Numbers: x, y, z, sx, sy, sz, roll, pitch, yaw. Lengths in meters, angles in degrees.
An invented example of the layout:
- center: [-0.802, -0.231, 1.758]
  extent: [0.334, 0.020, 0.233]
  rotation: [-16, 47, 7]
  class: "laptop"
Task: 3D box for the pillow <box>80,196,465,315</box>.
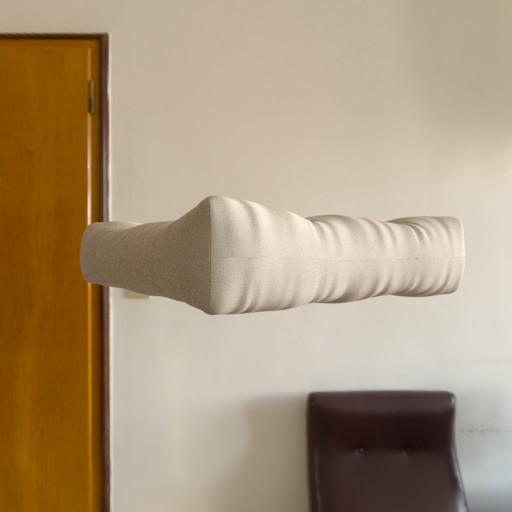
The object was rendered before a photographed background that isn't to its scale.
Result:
- center: [0.000, 0.000, 0.739]
  extent: [0.468, 0.128, 0.490]
  rotation: [0, 0, -35]
  class: "pillow"
